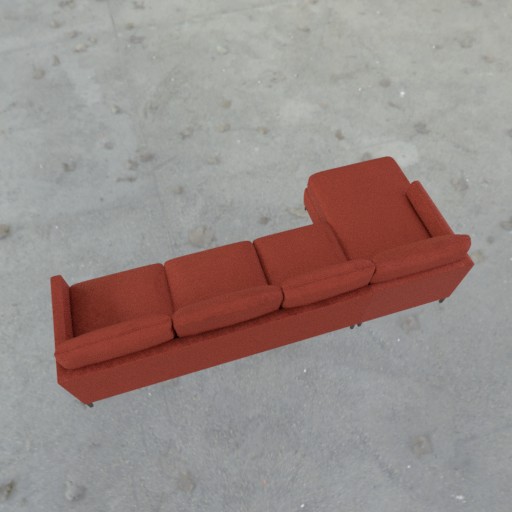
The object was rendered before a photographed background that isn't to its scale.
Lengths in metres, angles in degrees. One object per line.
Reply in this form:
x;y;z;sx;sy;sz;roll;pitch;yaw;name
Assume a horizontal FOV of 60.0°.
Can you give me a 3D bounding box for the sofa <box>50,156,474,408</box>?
0.000;0.000;3.961;3.400;0.967;1.500;-15;59;-9;sofa
